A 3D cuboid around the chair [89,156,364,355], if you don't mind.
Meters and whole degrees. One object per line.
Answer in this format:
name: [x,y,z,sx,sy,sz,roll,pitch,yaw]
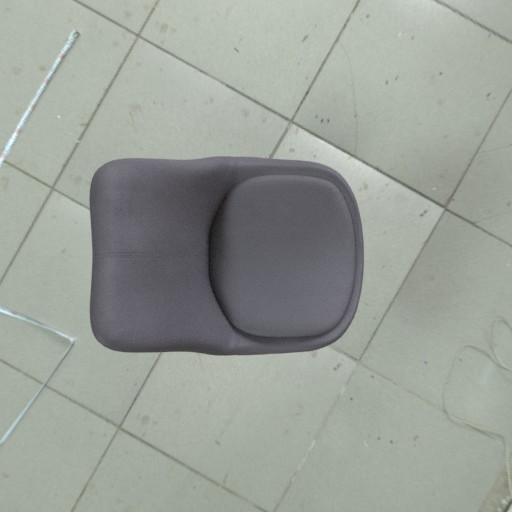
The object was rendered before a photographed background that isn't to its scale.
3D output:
chair: [0.000,0.000,1.154,0.547,0.865,0.483,0,90,1]
